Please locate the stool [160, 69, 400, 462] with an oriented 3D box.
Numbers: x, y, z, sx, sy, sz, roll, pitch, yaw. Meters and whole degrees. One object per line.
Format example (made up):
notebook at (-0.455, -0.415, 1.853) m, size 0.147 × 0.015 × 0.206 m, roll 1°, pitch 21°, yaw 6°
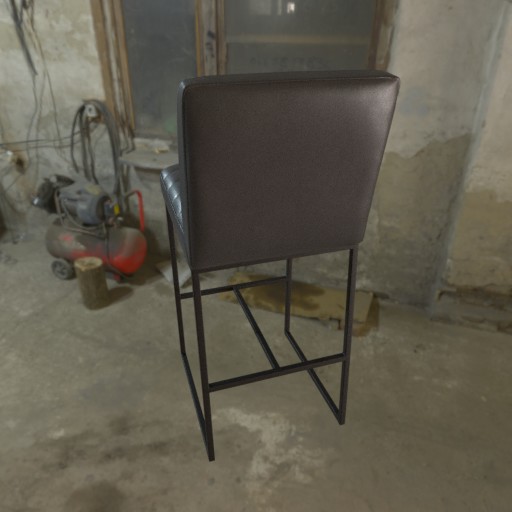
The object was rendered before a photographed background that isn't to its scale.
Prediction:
stool at (0.000, 0.000, 1.292) m, size 0.457 × 1.040 × 0.552 m, roll -9°, pitch 30°, yaw -16°
